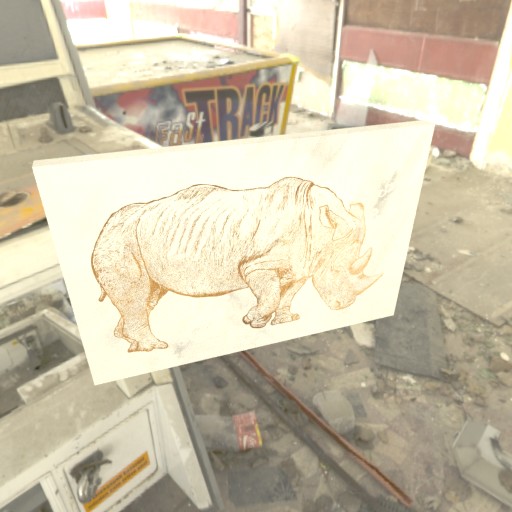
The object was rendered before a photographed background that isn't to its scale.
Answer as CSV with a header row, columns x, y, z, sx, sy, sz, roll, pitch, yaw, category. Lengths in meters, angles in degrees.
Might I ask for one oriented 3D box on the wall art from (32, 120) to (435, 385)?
x,y,z,sx,sy,sz,roll,pitch,yaw,category
0.000,0.000,1.149,0.915,0.610,0.038,-10,34,-15,wall art
